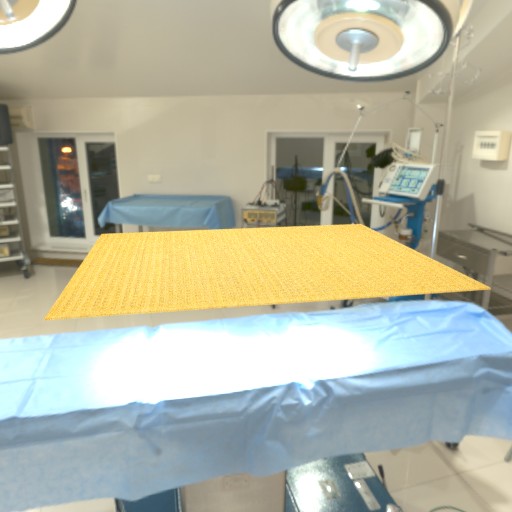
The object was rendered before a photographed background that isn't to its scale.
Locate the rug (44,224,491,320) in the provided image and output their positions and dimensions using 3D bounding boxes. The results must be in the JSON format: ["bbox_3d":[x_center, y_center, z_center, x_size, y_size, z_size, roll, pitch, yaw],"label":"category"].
[{"bbox_3d":[0.000,0.000,4.327,3.242,0.015,2.486,-3,16,-10],"label":"rug"}]
